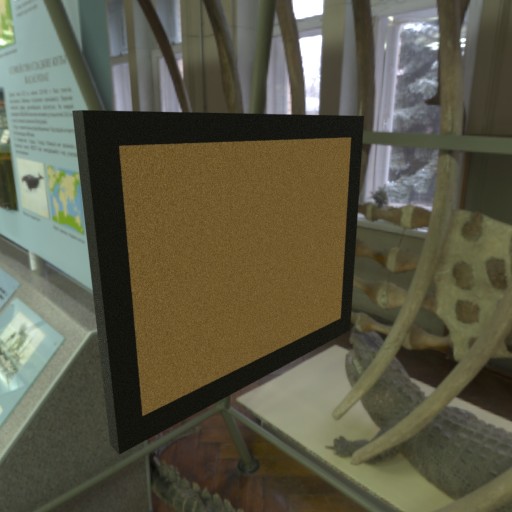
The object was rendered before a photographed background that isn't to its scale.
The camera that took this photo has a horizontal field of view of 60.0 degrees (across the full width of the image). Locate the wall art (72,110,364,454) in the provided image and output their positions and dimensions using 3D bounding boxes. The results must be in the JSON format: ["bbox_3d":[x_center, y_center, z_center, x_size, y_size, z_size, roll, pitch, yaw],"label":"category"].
[{"bbox_3d":[0.000,0.000,0.752,0.561,0.460,0.028,-15,22,-42],"label":"wall art"}]
